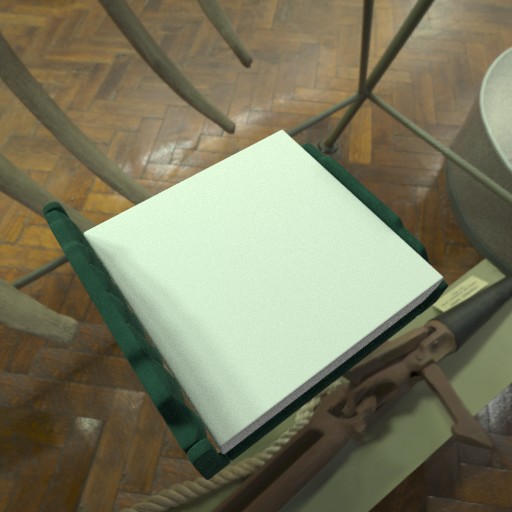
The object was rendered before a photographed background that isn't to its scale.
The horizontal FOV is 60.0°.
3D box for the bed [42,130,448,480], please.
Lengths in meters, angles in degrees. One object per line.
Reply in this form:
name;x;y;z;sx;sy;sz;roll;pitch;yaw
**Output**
bed;0.000;0.000;3.441;2.340;1.245;2.074;-32;63;-18
